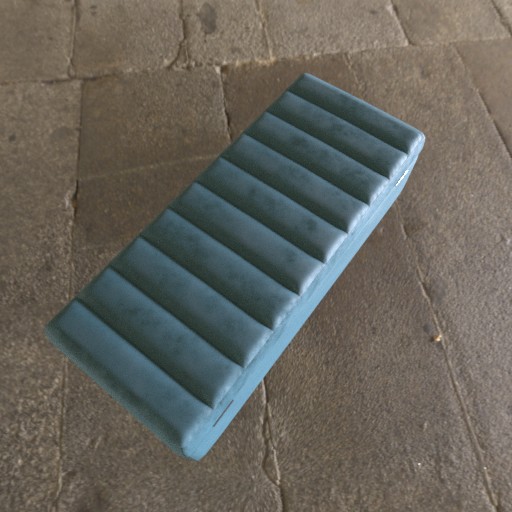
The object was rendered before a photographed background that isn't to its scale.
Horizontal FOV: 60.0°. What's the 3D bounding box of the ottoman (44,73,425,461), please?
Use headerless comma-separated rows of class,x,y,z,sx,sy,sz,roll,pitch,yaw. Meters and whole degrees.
ottoman,0.000,0.000,1.409,0.482,0.469,1.151,34,68,16
